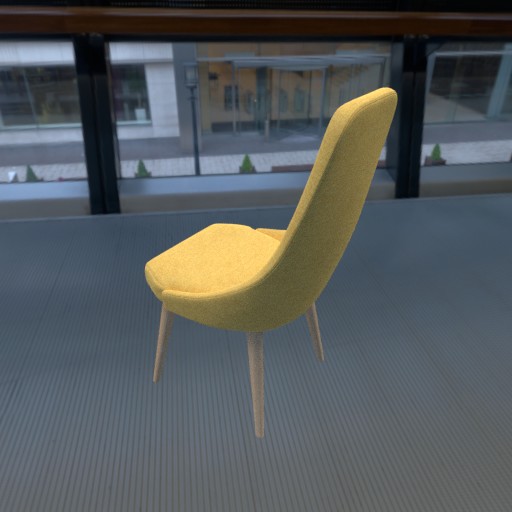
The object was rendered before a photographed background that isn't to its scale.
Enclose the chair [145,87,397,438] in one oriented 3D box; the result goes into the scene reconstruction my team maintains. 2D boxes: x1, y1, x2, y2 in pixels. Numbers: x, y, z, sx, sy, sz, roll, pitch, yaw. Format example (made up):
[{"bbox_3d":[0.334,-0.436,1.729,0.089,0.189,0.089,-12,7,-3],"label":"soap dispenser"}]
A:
[{"bbox_3d":[0.000,0.000,1.389,0.660,1.040,0.510,20,36,29],"label":"chair"}]
